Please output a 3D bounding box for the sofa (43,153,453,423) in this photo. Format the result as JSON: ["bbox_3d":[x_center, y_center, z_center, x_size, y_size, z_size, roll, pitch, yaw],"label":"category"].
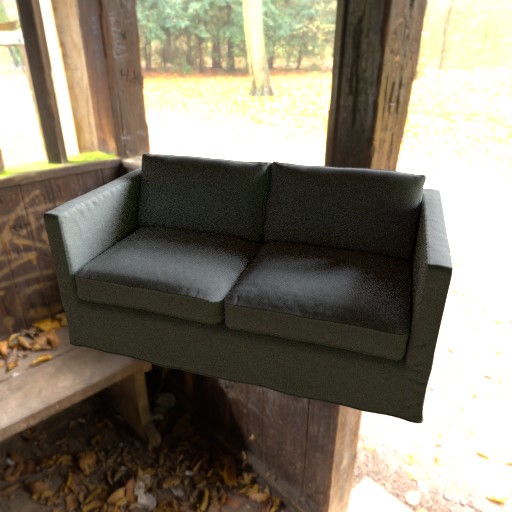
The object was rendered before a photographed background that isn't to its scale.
[{"bbox_3d":[0.000,0.000,2.234,1.727,0.830,0.944,8,27,16],"label":"sofa"}]
